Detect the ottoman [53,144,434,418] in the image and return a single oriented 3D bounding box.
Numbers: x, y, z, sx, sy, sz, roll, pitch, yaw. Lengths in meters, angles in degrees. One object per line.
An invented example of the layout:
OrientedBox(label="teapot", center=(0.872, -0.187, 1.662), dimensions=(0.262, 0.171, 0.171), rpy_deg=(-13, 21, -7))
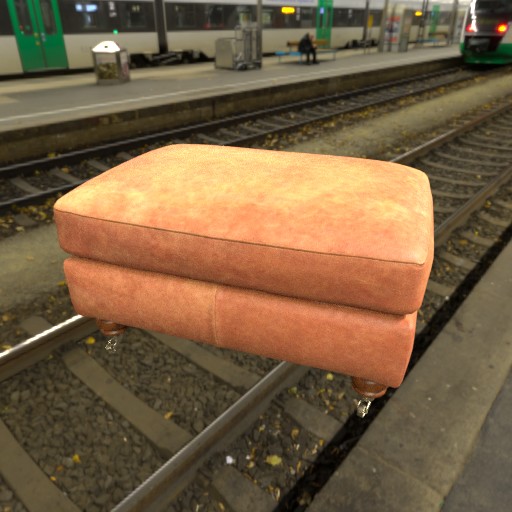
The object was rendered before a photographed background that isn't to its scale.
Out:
OrientedBox(label="ottoman", center=(0.000, 0.000, 1.199), dimensions=(0.852, 0.507, 0.565), rpy_deg=(9, 29, 17))
